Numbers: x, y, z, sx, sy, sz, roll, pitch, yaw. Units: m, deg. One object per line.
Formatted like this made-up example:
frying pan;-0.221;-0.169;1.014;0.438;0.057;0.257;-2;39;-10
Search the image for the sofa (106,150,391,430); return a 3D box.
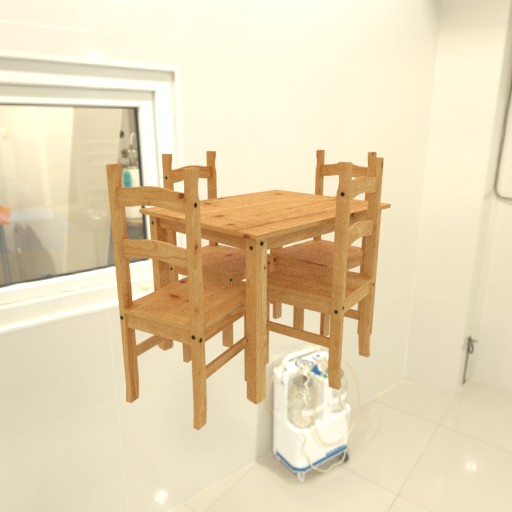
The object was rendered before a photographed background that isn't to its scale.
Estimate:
sofa;0.000;0.000;2.268;1.144;1.000;1.529;15;22;42
